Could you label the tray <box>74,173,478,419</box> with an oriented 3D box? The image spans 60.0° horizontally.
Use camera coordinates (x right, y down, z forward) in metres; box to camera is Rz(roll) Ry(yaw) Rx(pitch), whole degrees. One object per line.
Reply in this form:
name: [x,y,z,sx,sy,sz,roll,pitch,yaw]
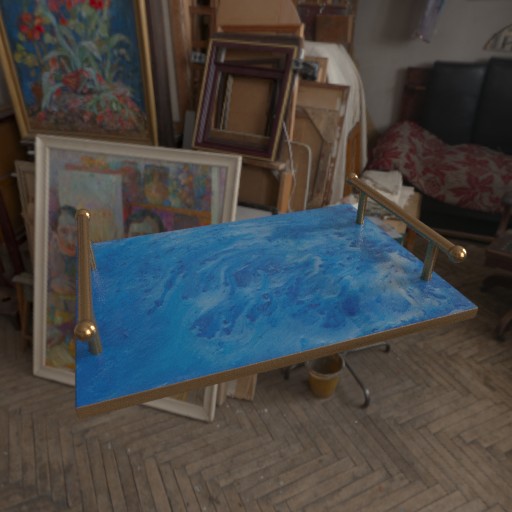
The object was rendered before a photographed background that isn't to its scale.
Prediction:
tray: [0.000,0.000,0.562,0.444,0.084,0.304,-10,33,-16]
